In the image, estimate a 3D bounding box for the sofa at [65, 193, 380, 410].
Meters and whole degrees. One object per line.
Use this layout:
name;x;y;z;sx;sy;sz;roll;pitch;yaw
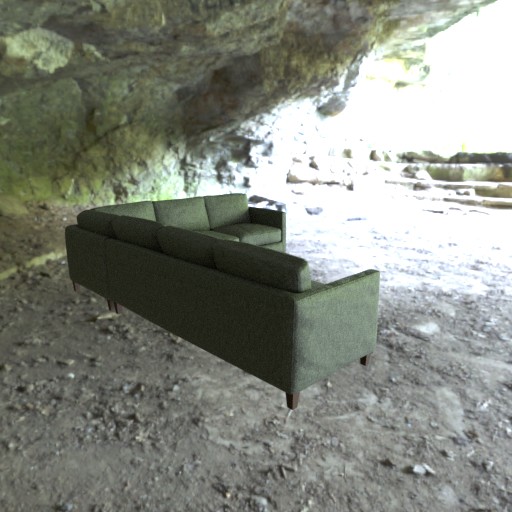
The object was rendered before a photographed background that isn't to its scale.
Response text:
sofa;0.000;0.000;4.512;2.593;0.947;3.302;-13;19;-43
